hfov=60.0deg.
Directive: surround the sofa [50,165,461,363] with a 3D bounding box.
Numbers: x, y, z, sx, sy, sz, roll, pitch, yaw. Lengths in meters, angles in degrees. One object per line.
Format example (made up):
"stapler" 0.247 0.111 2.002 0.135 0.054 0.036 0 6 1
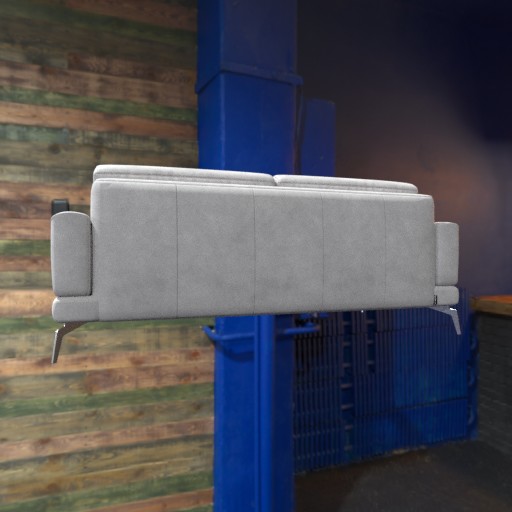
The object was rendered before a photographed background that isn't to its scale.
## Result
"sofa" 0.000 0.000 2.475 2.013 0.830 0.980 0 0 -19
